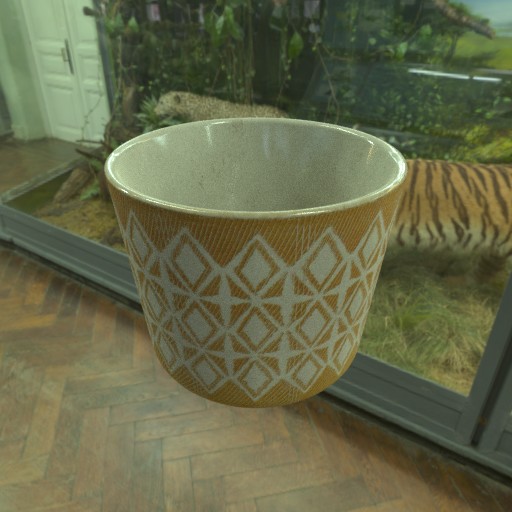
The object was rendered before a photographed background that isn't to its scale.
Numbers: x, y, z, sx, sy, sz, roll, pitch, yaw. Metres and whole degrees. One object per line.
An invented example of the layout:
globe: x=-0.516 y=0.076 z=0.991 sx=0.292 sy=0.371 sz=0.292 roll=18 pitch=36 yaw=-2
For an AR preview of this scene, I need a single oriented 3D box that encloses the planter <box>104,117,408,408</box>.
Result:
planter: x=0.000 y=0.000 z=0.219 sx=0.126 sy=0.104 sz=0.126 roll=0 pitch=31 yaw=0
